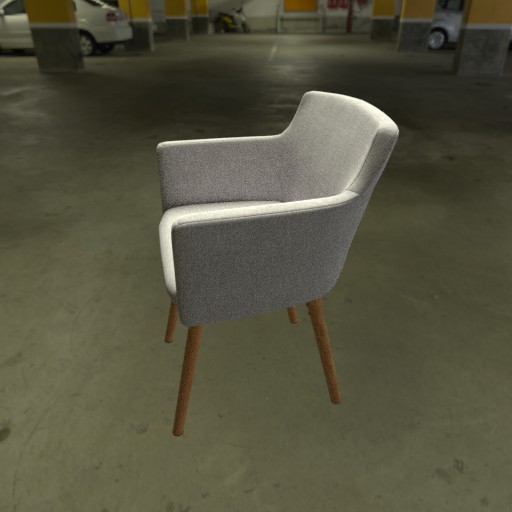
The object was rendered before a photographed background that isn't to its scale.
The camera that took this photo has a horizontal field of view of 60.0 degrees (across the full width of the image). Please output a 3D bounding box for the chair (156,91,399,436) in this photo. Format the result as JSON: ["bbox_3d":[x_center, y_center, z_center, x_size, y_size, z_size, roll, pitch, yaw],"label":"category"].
[{"bbox_3d":[0.000,0.000,1.180,0.540,0.780,0.570,-7,30,-12],"label":"chair"}]
